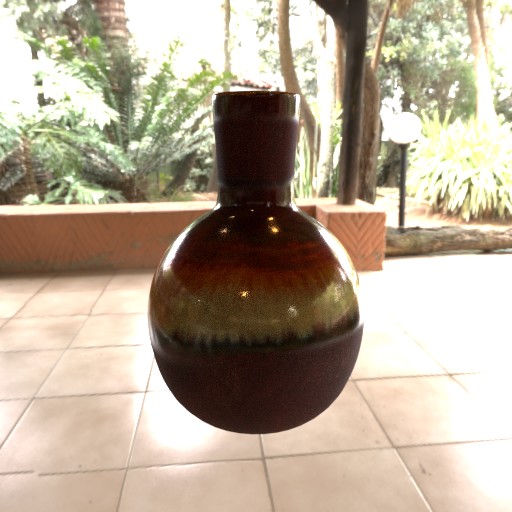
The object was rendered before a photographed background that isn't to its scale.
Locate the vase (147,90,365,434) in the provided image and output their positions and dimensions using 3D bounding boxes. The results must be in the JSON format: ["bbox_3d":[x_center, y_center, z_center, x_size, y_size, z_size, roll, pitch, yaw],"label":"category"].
[{"bbox_3d":[0.000,0.000,0.225,0.111,0.154,0.111,0,15,0],"label":"vase"}]
